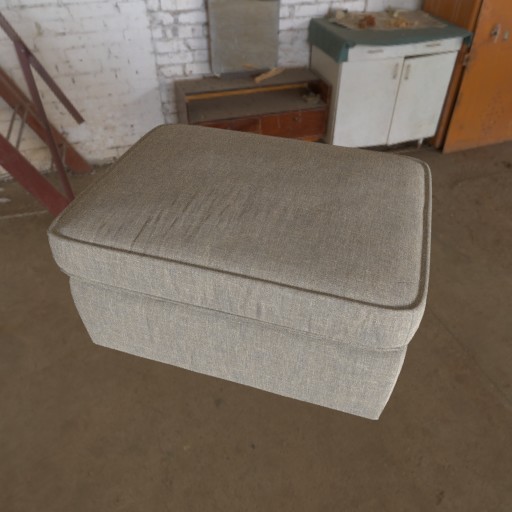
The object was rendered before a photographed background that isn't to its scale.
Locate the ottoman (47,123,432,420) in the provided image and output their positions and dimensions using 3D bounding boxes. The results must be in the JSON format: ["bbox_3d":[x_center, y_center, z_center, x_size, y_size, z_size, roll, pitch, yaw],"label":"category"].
[{"bbox_3d":[0.000,0.000,1.116,0.762,0.457,0.559,12,43,13],"label":"ottoman"}]
